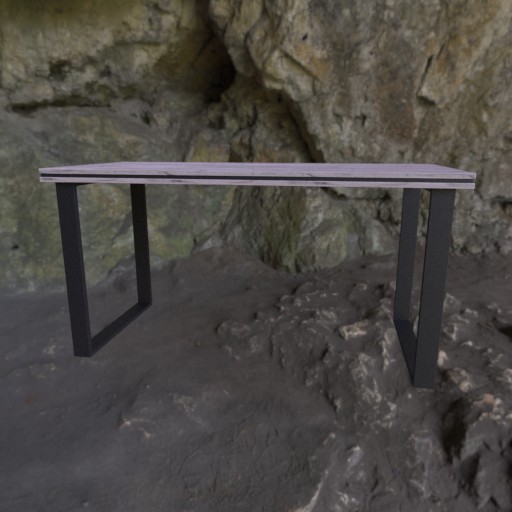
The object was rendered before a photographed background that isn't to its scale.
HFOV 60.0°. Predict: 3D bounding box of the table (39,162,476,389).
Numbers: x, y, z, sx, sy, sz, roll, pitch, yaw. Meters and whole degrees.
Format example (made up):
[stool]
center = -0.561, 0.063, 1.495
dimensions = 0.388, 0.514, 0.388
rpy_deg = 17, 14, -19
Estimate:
[table]
center = 0.000, 0.000, 2.260
dimensions = 1.778, 0.899, 0.795
rpy_deg = 3, 14, 10
